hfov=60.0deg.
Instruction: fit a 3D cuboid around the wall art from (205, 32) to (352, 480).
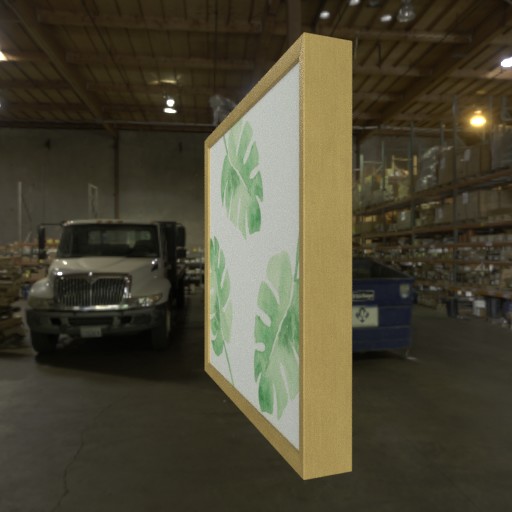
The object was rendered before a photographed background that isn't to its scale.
[{"bbox_3d":[0.000,0.000,0.451,0.038,0.305,0.305,0,0,-19],"label":"wall art"}]
